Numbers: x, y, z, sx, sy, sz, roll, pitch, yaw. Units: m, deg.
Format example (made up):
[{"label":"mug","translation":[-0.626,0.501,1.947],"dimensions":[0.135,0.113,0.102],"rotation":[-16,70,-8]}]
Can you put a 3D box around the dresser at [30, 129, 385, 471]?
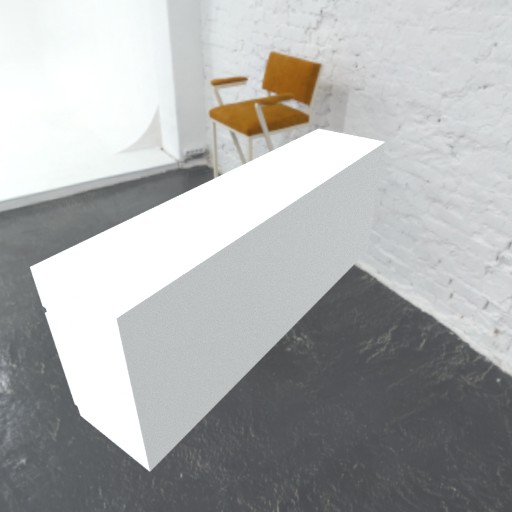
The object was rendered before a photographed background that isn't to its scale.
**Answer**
[{"label":"dresser","translation":[0.000,0.000,2.517],"dimensions":[0.500,0.840,2.200],"rotation":[21,38,30]}]
